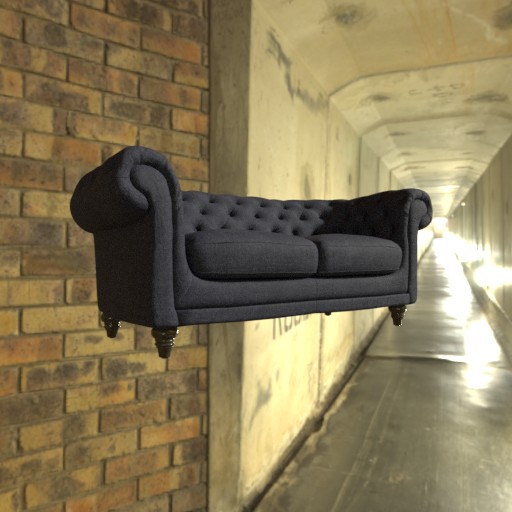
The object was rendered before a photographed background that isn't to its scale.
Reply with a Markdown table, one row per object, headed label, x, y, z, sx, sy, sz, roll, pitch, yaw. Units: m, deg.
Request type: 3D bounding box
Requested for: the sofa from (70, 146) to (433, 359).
| label | x | y | z | sx | sy | sz | roll | pitch | yaw |
| --- | --- | --- | --- | --- | --- | --- | --- | --- | --- |
| sofa | 0.000 | 0.000 | 2.551 | 1.988 | 0.833 | 1.082 | 0 | -1 | -36 |
